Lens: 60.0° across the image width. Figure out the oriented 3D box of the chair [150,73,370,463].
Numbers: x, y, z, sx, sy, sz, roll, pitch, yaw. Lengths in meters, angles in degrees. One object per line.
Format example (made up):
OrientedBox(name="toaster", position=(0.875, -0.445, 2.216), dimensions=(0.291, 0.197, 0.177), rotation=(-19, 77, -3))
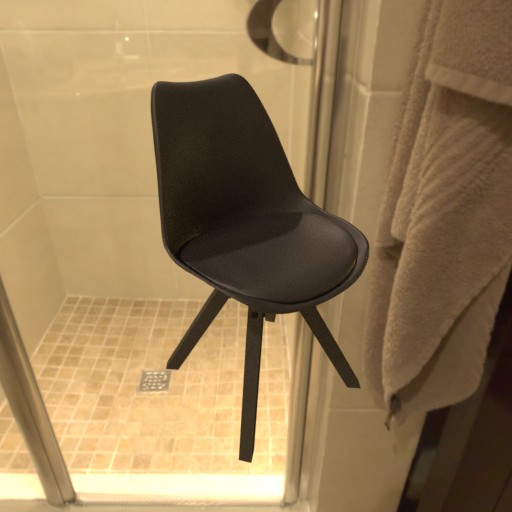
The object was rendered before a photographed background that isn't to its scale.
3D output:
OrientedBox(name="chair", position=(0.000, 0.000, 1.203), dimensions=(0.485, 0.850, 0.550), rotation=(-21, 36, -31))
